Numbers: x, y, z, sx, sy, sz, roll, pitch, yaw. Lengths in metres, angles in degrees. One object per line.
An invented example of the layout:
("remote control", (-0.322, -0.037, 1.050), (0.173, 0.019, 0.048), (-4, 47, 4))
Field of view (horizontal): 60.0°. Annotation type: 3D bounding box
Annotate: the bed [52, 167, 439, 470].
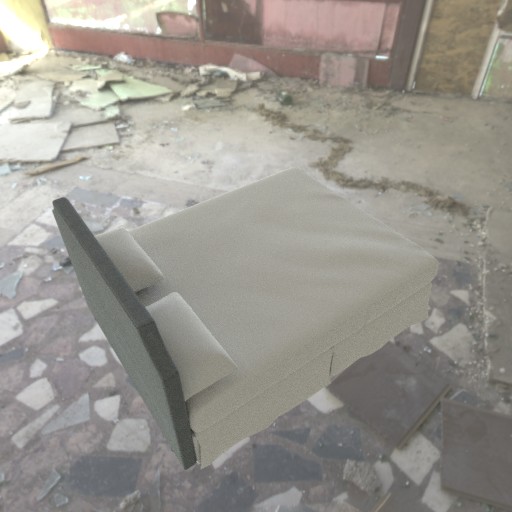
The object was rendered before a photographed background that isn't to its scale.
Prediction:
("bed", (0.000, 0.000, 3.597), (2.464, 1.306, 1.977), (-26, 48, -26))
